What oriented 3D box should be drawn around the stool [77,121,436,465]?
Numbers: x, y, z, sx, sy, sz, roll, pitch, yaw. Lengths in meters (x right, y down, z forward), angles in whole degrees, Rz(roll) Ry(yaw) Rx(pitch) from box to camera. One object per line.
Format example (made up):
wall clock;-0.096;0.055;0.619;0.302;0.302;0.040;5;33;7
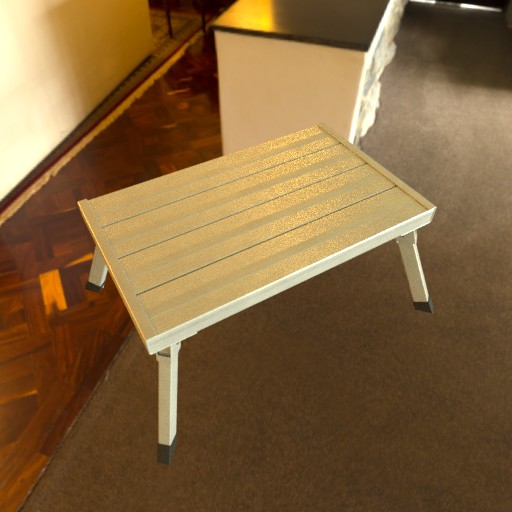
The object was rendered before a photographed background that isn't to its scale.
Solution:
stool;0.000;0.000;0.739;0.535;0.225;0.385;-23;51;-20
